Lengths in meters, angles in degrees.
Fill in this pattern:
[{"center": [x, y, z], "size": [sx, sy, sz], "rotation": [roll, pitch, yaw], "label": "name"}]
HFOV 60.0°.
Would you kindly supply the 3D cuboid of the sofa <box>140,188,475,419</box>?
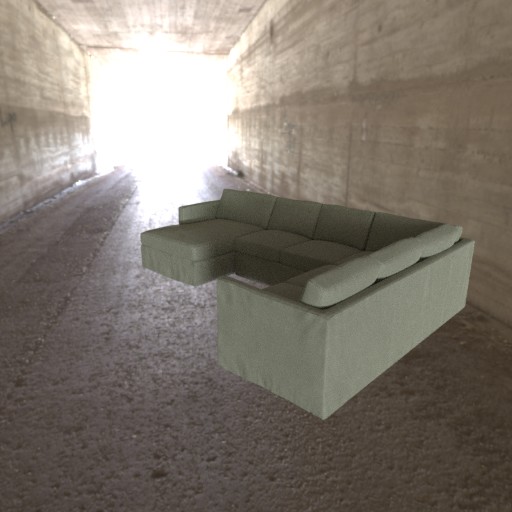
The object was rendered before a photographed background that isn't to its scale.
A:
[{"center": [0.000, 0.000, 4.551], "size": [3.434, 0.869, 2.440], "rotation": [16, 23, 41], "label": "sofa"}]
